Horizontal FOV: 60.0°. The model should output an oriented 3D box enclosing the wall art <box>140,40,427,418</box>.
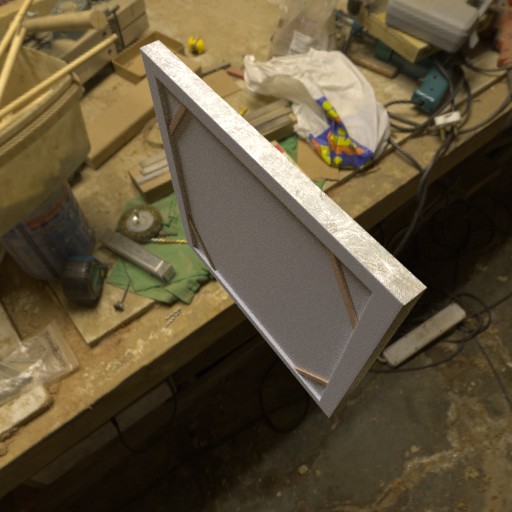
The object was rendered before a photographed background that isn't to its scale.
[{"bbox_3d":[0.000,0.000,0.898,0.038,0.610,0.610,-33,64,-19],"label":"wall art"}]
